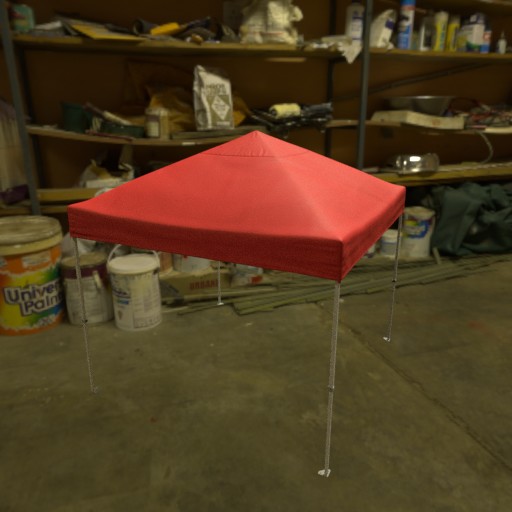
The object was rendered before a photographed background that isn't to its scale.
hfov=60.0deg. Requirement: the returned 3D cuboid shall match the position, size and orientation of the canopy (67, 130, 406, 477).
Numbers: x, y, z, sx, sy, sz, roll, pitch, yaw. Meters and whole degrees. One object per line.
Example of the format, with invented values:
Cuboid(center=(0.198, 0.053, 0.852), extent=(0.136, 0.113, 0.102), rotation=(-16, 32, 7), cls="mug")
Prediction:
Cuboid(center=(0.000, 0.000, 5.504), extent=(2.998, 2.997, 2.996), rotation=(9, 20, 25), cls="canopy")
